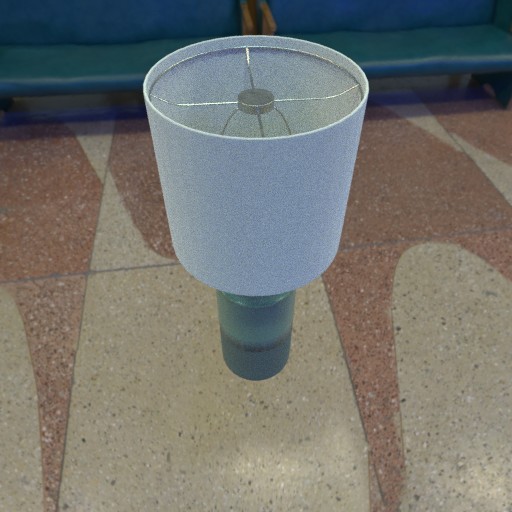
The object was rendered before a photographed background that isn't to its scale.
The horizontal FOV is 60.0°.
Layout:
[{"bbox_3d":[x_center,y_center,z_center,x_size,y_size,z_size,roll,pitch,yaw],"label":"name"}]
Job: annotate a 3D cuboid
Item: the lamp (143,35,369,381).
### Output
[{"bbox_3d":[0.000,0.000,0.601,0.212,0.493,0.212,-4,47,-4],"label":"lamp"}]
